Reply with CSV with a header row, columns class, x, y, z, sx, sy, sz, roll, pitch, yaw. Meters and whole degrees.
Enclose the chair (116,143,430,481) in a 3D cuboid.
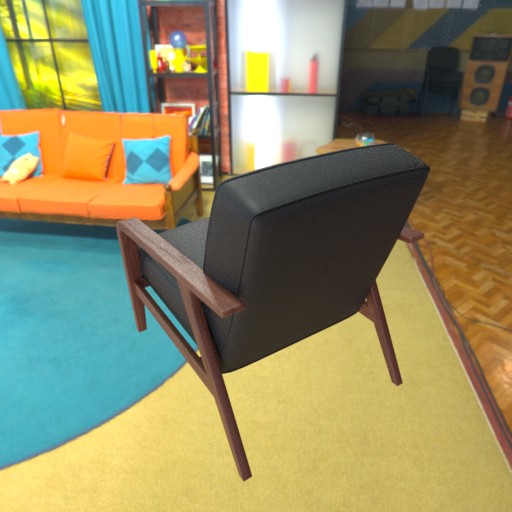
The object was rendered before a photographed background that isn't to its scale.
class,x,y,z,sx,sy,sz,roll,pitch,yaw
chair,0.000,0.000,1.547,0.719,0.861,0.889,-18,34,-29
